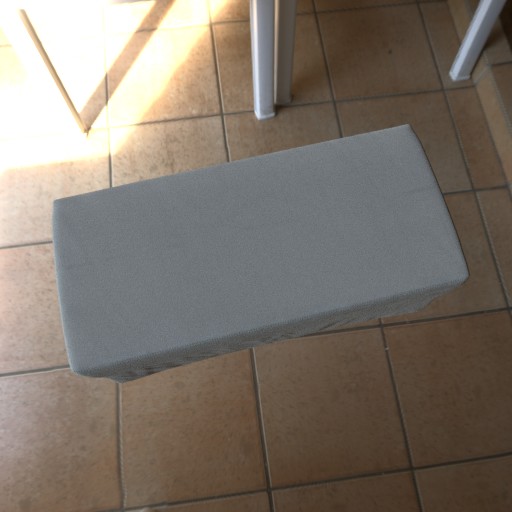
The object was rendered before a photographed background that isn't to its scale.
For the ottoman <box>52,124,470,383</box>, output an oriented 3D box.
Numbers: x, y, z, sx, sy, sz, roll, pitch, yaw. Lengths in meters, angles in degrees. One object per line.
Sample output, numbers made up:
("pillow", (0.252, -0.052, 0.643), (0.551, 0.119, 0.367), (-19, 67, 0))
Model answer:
("ottoman", (0.000, 0.000, 1.712), (1.388, 0.457, 0.665), (-13, 74, -4))
